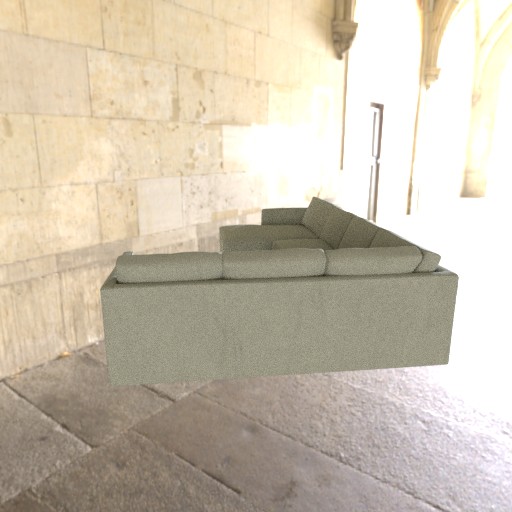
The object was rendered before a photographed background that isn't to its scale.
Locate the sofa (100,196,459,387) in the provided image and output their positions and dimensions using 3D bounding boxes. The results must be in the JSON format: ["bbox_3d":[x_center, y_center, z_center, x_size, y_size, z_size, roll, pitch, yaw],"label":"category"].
[{"bbox_3d":[0.000,0.000,4.622,2.440,0.869,3.434,-2,14,-7],"label":"sofa"}]
